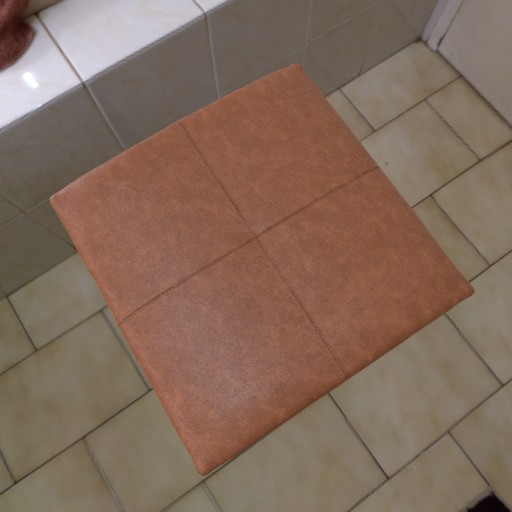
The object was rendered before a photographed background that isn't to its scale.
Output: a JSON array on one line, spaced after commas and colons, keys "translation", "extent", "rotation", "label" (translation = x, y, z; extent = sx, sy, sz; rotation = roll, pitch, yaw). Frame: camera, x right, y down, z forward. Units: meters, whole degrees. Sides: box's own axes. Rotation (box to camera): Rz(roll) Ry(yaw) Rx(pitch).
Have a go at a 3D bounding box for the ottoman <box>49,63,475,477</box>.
[{"translation": [0.000, 0.000, 1.586], "extent": [1.013, 0.442, 1.016], "rotation": [-31, 77, -8], "label": "ottoman"}]
